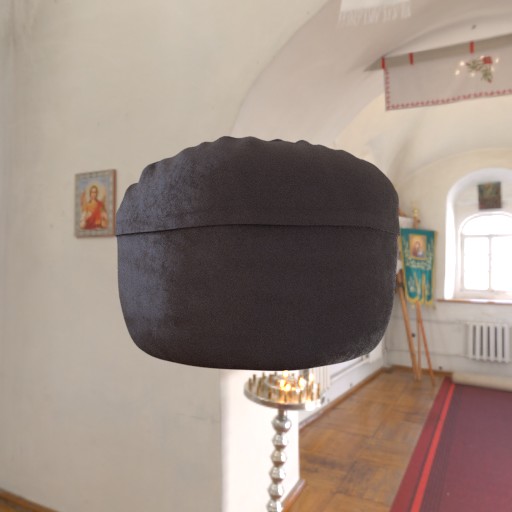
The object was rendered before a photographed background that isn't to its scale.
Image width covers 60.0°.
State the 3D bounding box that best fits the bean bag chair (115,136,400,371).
[{"bbox_3d":[0.000,0.000,2.032,1.245,0.821,1.245,0,-1,0],"label":"bean bag chair"}]
